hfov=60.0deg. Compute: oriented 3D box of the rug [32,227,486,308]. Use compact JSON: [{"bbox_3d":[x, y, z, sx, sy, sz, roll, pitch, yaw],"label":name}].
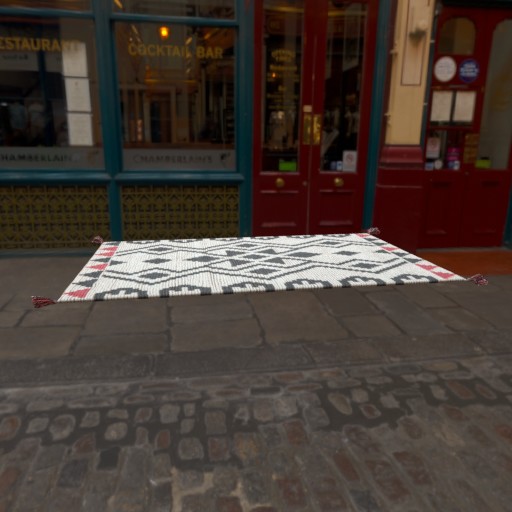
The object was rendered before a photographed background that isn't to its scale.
[{"bbox_3d":[0.000,0.000,3.303,2.672,0.066,1.741,-2,14,-9],"label":"rug"}]
